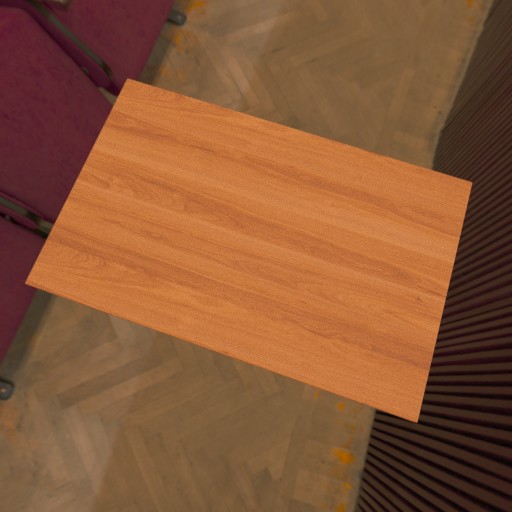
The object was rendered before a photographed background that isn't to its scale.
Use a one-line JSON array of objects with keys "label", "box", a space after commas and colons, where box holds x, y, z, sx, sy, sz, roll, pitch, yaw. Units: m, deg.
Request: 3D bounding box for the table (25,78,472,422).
[{"label": "table", "box": [0.000, 0.000, 1.501, 1.100, 0.510, 0.700, 18, 75, 5]}]
